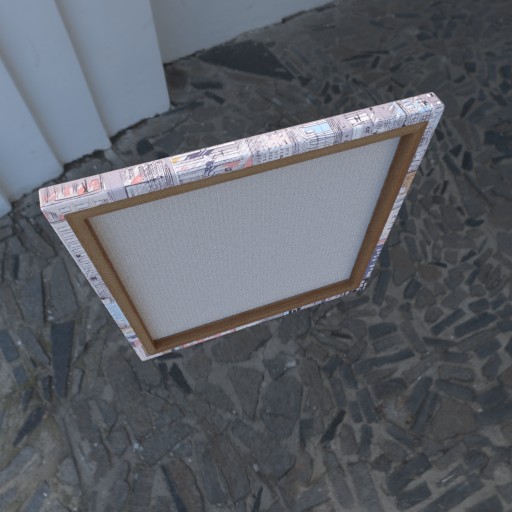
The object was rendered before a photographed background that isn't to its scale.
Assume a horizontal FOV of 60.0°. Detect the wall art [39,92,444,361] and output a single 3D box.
[{"bbox_3d":[0.000,0.000,1.122,0.761,0.762,0.048,-17,60,-10],"label":"wall art"}]
